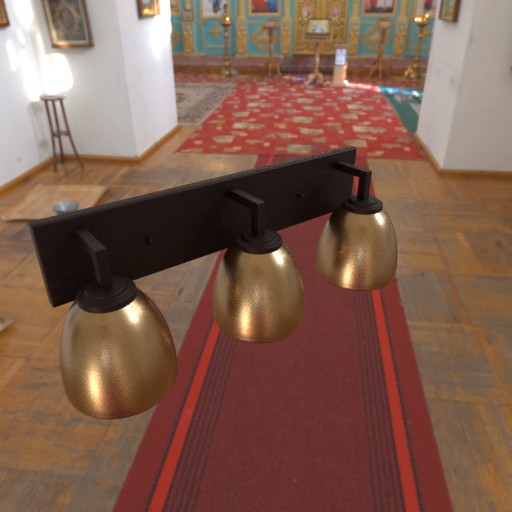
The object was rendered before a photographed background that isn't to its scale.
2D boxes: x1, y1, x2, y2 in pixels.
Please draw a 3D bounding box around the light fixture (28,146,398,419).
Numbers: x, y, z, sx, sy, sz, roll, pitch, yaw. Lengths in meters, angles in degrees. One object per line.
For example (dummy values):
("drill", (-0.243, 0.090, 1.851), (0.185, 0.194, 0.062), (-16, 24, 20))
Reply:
("light fixture", (0.000, 0.000, 0.647), (0.582, 0.204, 0.157), (-20, 35, -32))
